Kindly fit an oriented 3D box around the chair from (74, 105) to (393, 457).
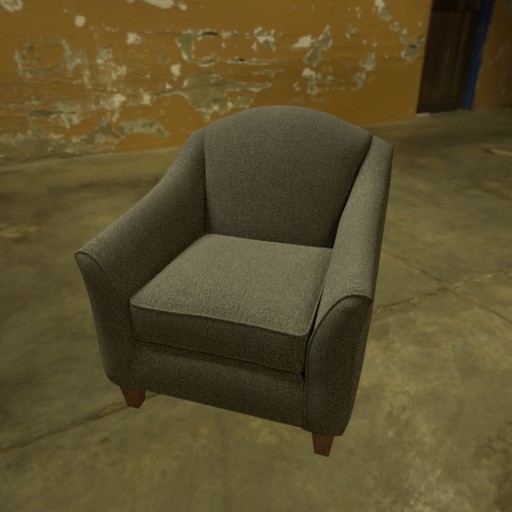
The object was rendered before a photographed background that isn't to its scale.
[{"bbox_3d":[0.000,0.000,1.424,0.763,0.839,0.787,8,27,16],"label":"chair"}]
